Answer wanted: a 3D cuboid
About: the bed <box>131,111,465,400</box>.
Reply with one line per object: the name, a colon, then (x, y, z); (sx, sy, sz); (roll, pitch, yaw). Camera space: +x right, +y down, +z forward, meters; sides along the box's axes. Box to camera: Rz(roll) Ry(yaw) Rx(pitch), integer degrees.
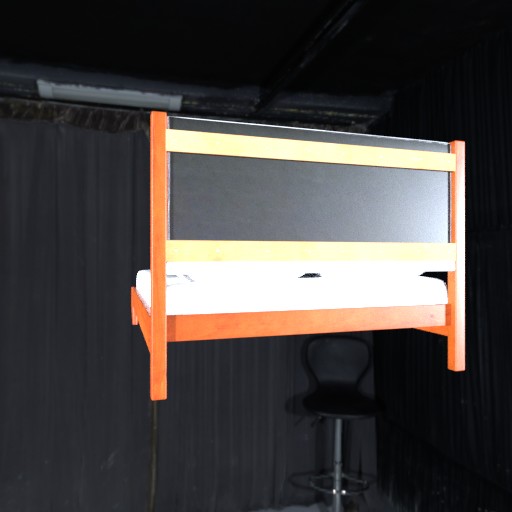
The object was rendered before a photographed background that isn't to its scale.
bed: (0.000, 0.000, 3.022); (1.566, 1.165, 2.117); (0, 0, -18)
